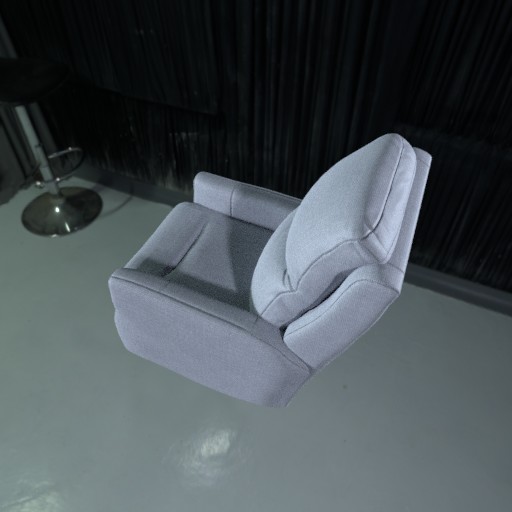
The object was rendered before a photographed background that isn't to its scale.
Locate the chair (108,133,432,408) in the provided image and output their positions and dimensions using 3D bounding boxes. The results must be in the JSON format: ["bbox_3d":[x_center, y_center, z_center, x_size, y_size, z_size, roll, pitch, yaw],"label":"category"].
[{"bbox_3d":[0.000,0.000,1.785,1.080,1.030,0.829,16,48,15],"label":"chair"}]
